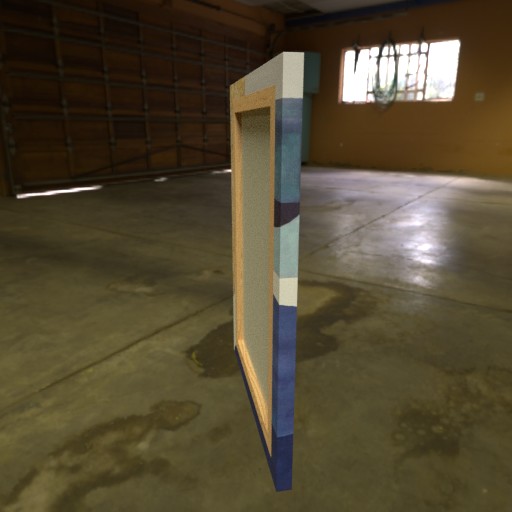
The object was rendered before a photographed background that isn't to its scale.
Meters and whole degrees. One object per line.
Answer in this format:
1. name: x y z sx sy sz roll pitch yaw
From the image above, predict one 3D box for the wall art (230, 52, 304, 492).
1. wall art: 0.000 0.000 0.804 0.026 0.613 0.458 -3 17 -11
